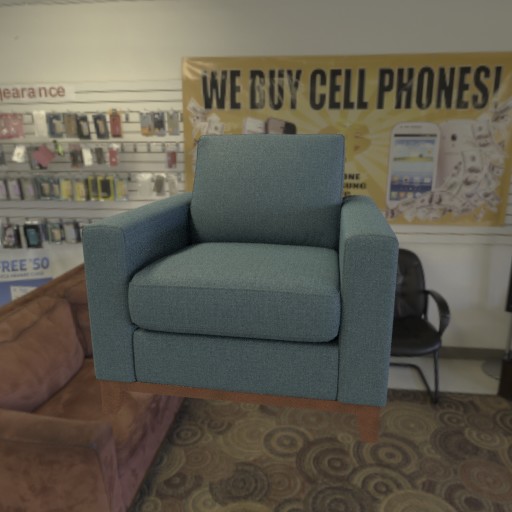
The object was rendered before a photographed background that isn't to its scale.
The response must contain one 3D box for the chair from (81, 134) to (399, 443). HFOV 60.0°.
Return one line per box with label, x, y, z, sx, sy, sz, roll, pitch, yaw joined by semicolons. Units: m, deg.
chair;0.000;0.000;1.879;1.024;1.010;1.038;2;15;10
